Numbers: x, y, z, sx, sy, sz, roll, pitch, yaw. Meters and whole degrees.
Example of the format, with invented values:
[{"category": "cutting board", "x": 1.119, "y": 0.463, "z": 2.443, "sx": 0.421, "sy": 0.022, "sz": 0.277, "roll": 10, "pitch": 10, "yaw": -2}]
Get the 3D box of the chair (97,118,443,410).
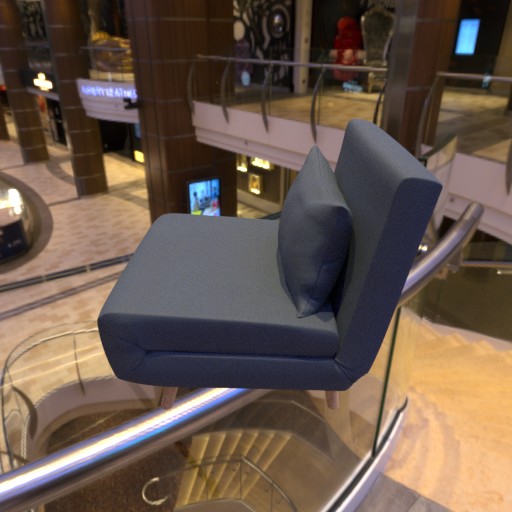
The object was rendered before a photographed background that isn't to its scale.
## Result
[{"category": "chair", "x": 0.000, "y": 0.000, "z": 1.526, "sx": 0.900, "sy": 0.808, "sz": 0.770, "roll": 1, "pitch": 27, "yaw": 1}]
